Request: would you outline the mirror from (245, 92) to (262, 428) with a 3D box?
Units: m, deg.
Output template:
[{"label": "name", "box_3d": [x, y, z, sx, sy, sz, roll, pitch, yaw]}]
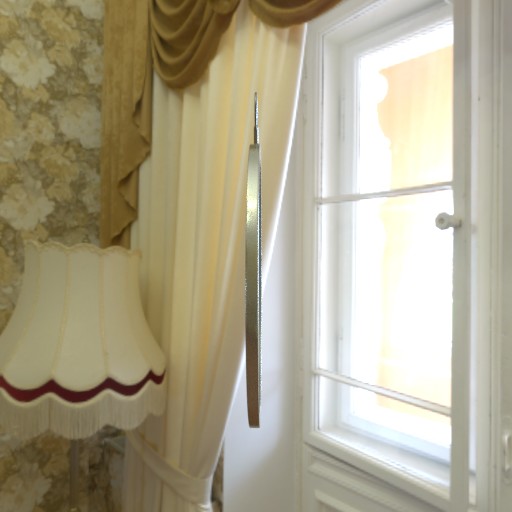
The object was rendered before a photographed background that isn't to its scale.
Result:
[{"label": "mirror", "box_3d": [0.000, 0.000, 0.974, 0.020, 0.713, 0.594, 0, 0, 1]}]
